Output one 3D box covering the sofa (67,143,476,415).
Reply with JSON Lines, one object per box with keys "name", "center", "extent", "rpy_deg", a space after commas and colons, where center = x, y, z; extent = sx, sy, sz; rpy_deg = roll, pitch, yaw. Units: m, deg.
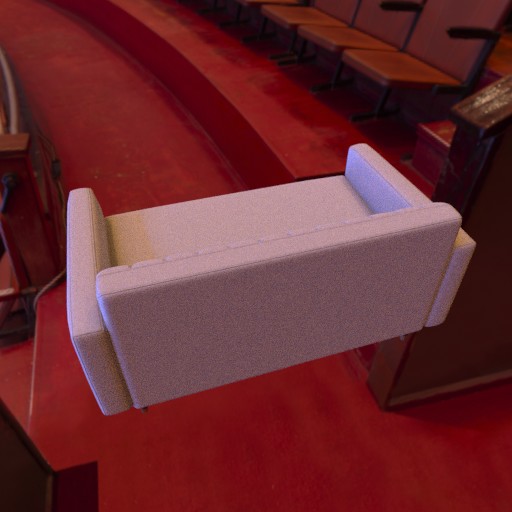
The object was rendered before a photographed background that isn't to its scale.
{"name": "sofa", "center": [0.000, 0.000, 2.096], "extent": [1.585, 0.801, 0.950], "rpy_deg": [-12, 42, -13]}
